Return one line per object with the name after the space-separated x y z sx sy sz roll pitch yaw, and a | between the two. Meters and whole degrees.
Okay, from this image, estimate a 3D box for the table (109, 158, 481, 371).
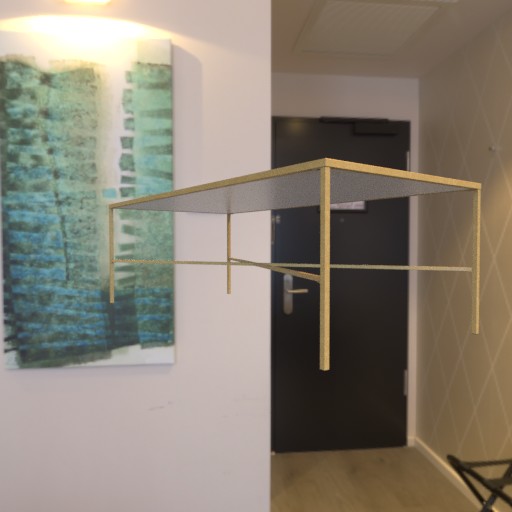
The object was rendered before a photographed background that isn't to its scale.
0.000 0.000 1.483 0.580 0.398 1.206 -1 2 -37 | table
